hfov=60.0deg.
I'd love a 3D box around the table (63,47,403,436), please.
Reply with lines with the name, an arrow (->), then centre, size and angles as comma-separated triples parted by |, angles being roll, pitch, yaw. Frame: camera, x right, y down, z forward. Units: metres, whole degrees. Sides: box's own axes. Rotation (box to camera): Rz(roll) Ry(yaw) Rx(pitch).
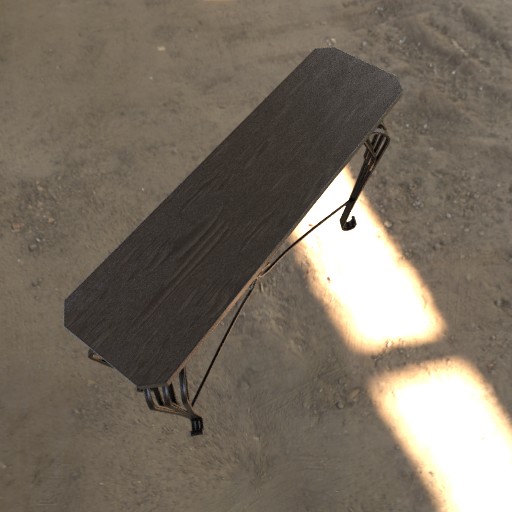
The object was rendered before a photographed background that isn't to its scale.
table -> 0.000, 0.000, 1.448 | 0.329, 0.800, 1.112 | 33, 67, 16
